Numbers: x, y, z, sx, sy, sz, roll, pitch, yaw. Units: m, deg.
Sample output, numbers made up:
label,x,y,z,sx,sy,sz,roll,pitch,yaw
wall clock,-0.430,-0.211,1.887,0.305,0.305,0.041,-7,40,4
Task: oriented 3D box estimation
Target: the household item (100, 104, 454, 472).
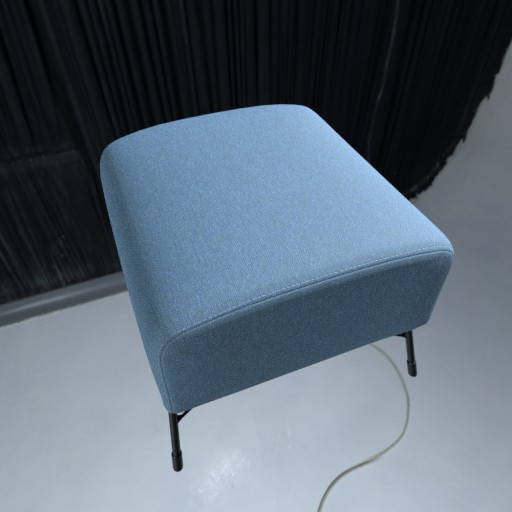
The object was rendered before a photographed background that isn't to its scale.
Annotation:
label,x,y,z,sx,sy,sz,roll,pitch,yaw
household item,0.000,0.000,0.896,0.530,0.420,0.530,-16,47,-15
